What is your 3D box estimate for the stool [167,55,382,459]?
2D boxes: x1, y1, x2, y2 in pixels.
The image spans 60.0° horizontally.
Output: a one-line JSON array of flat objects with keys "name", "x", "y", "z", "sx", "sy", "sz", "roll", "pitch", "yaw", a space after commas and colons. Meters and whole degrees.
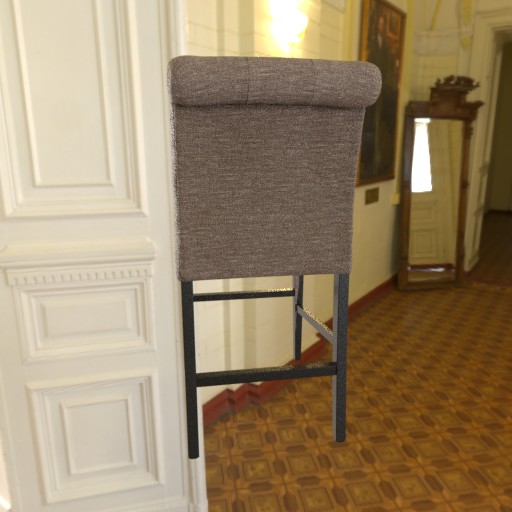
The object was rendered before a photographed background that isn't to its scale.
[{"name": "stool", "x": 0.000, "y": 0.000, "z": 1.276, "sx": 0.457, "sy": 0.970, "sz": 0.611, "roll": -2, "pitch": 14, "yaw": -9}]
